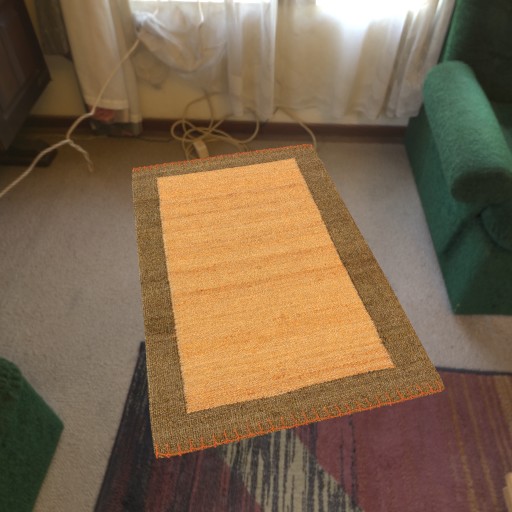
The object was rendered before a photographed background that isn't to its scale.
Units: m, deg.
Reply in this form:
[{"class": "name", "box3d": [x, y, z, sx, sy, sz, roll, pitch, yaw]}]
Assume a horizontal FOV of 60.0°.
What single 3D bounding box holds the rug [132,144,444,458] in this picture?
[{"class": "rug", "box3d": [0.000, 0.000, 2.347, 1.220, 0.019, 1.838, -10, 49, -9]}]
